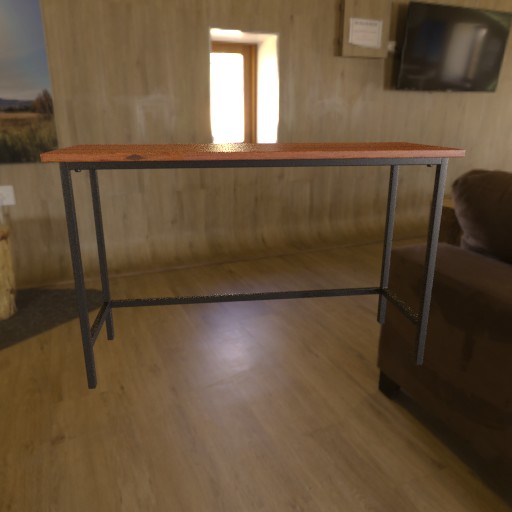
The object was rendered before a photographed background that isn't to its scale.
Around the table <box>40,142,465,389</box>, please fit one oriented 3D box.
[{"bbox_3d":[0.000,0.000,1.545,1.204,0.740,0.408,-2,18,-7],"label":"table"}]
